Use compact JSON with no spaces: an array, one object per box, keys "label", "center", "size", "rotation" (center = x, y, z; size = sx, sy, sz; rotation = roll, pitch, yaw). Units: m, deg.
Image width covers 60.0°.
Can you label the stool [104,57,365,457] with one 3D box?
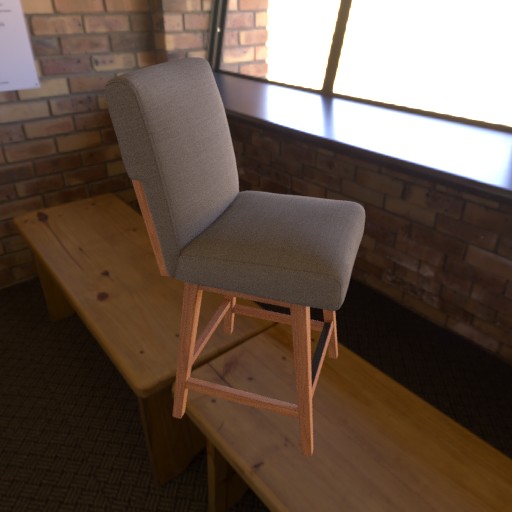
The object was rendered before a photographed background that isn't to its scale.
[{"label":"stool","center":[0.000,0.000,1.293],"size":[0.570,1.019,0.459],"rotation":[10,32,16]}]
